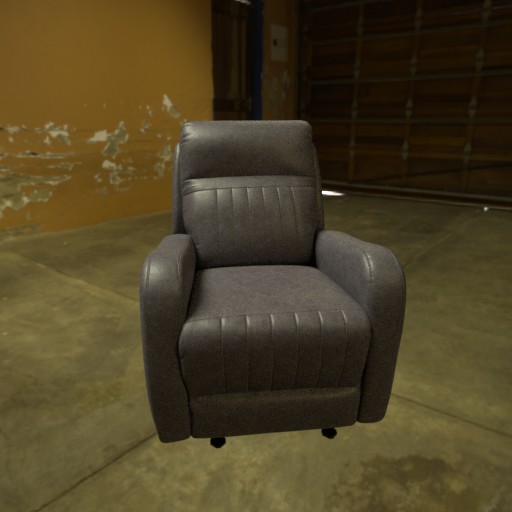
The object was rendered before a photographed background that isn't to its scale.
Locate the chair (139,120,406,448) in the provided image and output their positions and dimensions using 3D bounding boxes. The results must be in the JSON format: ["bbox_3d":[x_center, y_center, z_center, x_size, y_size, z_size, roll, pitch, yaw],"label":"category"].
[{"bbox_3d":[0.000,0.000,1.788,0.865,1.067,1.067,-2,16,-7],"label":"chair"}]
